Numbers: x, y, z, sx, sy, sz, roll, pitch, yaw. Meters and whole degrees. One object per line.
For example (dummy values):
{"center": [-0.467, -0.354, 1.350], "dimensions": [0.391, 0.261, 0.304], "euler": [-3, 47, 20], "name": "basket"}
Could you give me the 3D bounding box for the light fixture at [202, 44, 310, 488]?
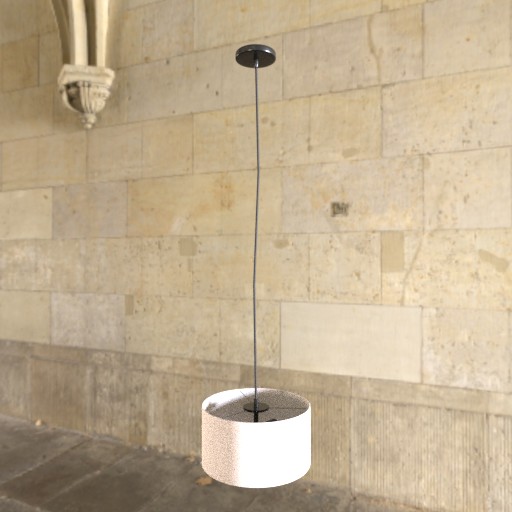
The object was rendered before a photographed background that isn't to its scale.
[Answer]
{"center": [0.000, 0.000, 1.652], "dimensions": [0.399, 1.516, 0.399], "euler": [0, -1, 0], "name": "light fixture"}
